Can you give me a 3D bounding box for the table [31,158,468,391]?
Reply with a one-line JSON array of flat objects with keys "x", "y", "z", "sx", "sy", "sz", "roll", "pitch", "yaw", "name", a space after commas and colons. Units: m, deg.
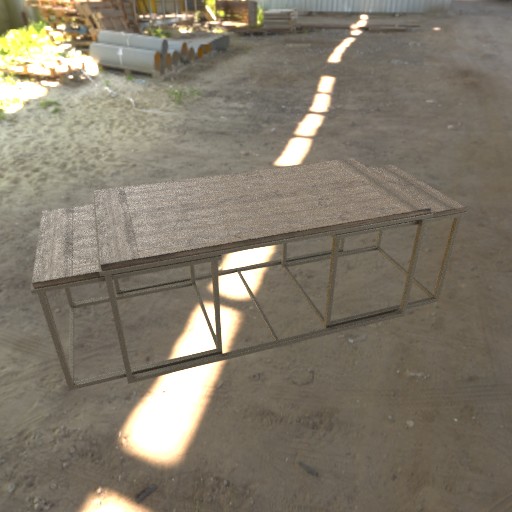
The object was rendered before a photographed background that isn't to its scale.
[{"x": 0.000, "y": 0.000, "z": 1.522, "sx": 1.312, "sy": 0.427, "sz": 0.489, "roll": -10, "pitch": 34, "yaw": -16, "name": "table"}]
